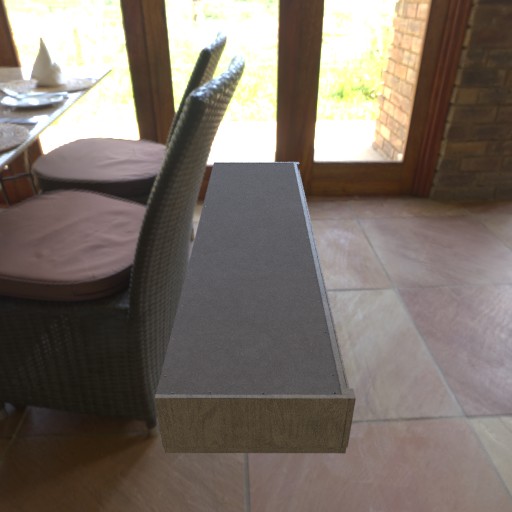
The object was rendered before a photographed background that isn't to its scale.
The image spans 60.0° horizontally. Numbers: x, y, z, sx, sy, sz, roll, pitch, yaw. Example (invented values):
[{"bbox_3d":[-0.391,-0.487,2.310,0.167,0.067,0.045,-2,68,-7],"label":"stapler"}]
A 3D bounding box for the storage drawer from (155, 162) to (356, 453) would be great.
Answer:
[{"bbox_3d":[0.000,0.000,2.258,0.591,0.274,2.072,0,31,0],"label":"storage drawer"}]
